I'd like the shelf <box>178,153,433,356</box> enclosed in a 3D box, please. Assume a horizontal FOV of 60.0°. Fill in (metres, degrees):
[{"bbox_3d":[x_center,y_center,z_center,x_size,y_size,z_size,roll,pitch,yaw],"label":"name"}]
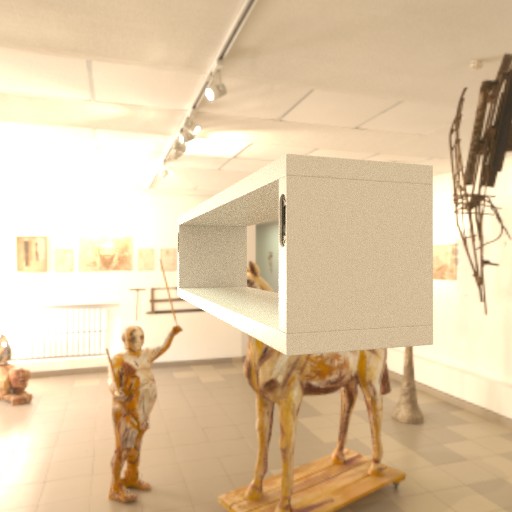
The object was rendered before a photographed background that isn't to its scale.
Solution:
[{"bbox_3d":[0.000,0.000,0.685,0.150,0.170,0.610,0,0,-19],"label":"shelf"}]
